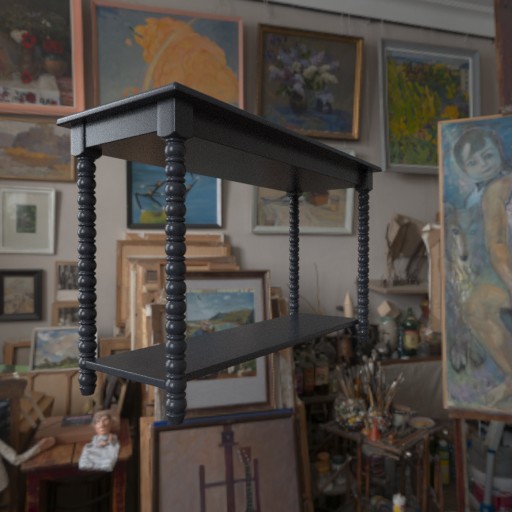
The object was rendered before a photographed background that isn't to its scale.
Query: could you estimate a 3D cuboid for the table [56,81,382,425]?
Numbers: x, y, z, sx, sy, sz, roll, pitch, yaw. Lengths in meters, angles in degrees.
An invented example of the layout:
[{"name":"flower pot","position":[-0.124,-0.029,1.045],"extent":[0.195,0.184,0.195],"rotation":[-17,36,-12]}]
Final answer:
[{"name":"table","position":[0.000,0.000,1.521],"extent":[0.459,0.735,1.184],"rotation":[1,1,36]}]
